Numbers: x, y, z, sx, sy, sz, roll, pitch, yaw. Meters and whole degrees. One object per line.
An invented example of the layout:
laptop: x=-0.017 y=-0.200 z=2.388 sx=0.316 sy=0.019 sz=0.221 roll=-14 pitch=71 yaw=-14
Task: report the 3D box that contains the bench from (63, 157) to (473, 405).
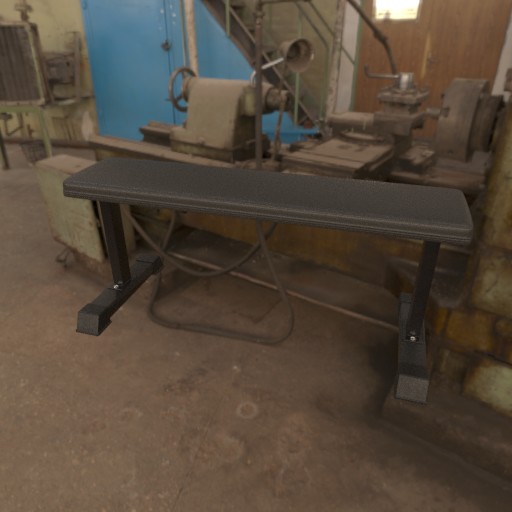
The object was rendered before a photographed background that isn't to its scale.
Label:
bench: x=0.000 y=0.000 z=1.296 sx=1.072 sy=0.453 sz=0.439 roll=8 pitch=30 yaw=14
